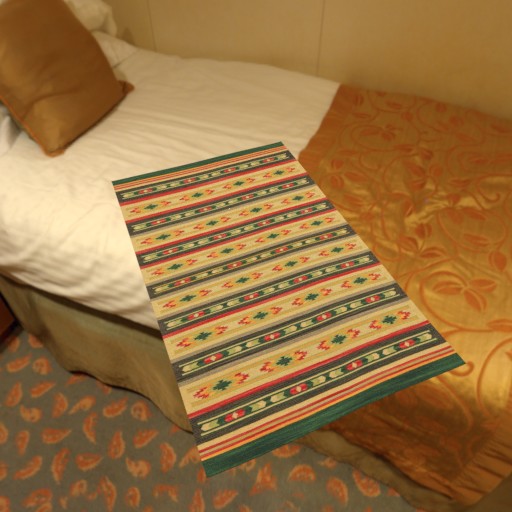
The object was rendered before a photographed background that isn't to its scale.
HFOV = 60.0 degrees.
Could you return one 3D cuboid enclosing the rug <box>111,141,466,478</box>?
[{"bbox_3d":[0.000,0.000,3.028,1.520,0.011,2.447,-17,49,-15],"label":"rug"}]
